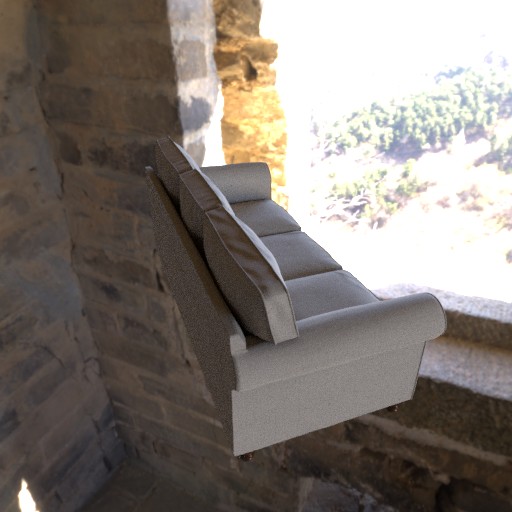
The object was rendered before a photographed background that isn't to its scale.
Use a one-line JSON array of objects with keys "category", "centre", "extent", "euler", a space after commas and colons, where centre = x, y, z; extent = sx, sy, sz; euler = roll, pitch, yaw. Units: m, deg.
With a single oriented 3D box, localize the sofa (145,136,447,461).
[{"category": "sofa", "centre": [0.000, 0.000, 2.552], "extent": [0.916, 0.961, 2.084], "euler": [-11, 31, -18]}]
